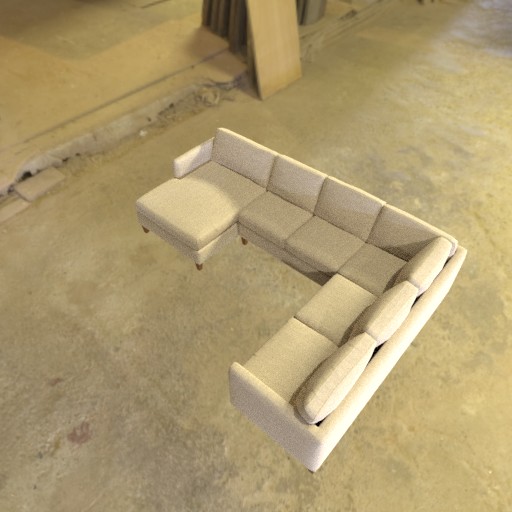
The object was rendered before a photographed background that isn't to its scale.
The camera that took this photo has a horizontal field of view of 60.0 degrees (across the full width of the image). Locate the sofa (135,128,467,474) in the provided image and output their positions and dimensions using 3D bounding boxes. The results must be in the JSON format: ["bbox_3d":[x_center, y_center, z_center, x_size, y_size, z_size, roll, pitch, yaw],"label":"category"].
[{"bbox_3d":[0.000,0.000,4.731,3.460,0.961,2.594,32,54,27],"label":"sofa"}]
